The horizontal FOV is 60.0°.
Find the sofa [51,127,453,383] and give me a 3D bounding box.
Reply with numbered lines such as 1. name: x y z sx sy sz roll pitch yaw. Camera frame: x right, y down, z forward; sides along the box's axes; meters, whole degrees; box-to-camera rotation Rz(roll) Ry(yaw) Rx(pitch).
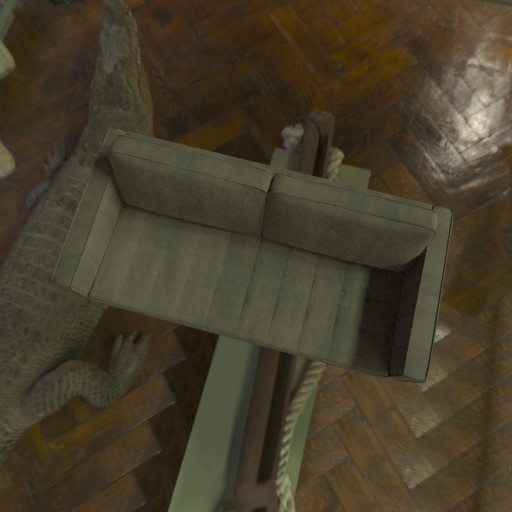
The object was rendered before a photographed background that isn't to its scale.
1. sofa: 0.000 0.000 2.444 1.920 0.825 0.924 14 76 4
